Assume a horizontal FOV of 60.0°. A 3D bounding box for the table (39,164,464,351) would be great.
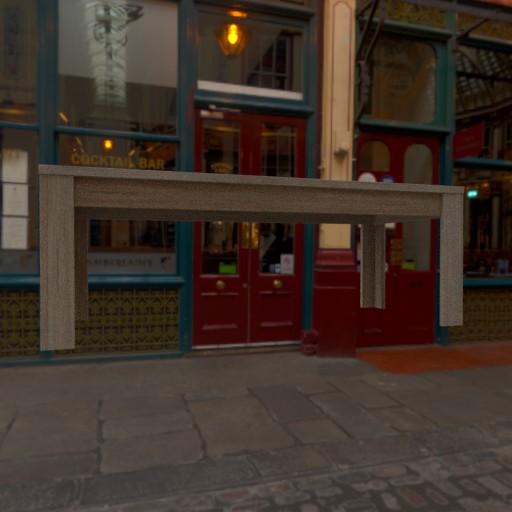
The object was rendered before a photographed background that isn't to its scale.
[{"bbox_3d":[0.000,0.000,2.631,2.200,0.790,0.900,0,1,-17],"label":"table"}]
